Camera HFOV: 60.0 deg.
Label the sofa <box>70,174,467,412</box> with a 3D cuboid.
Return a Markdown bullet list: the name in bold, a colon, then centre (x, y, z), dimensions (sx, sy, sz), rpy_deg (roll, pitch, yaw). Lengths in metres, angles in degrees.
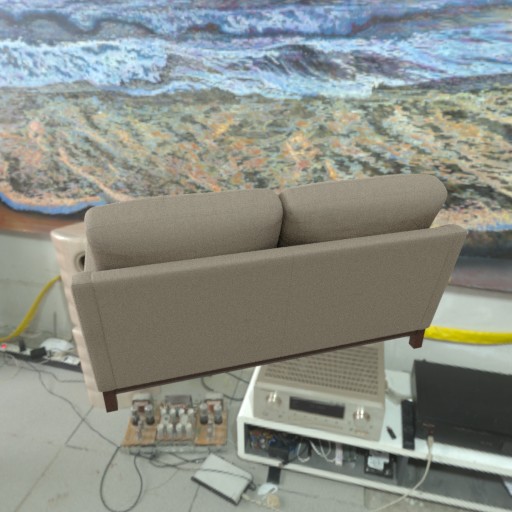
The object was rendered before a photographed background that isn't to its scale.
- **sofa**: centre (0.000, 0.000, 2.210), dimensions (1.619, 0.910, 1.004), rpy_deg (-8, 28, -15)
